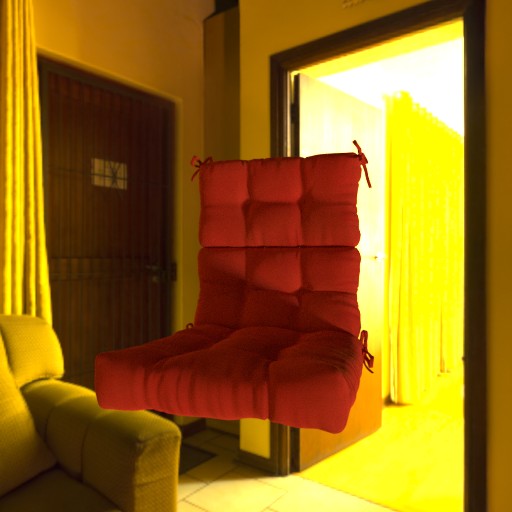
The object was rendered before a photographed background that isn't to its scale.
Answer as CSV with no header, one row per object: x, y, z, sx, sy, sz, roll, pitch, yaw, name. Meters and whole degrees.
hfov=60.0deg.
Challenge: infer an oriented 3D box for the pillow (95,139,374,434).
0.000,0.000,1.023,0.519,0.605,0.571,0,0,17,pillow
